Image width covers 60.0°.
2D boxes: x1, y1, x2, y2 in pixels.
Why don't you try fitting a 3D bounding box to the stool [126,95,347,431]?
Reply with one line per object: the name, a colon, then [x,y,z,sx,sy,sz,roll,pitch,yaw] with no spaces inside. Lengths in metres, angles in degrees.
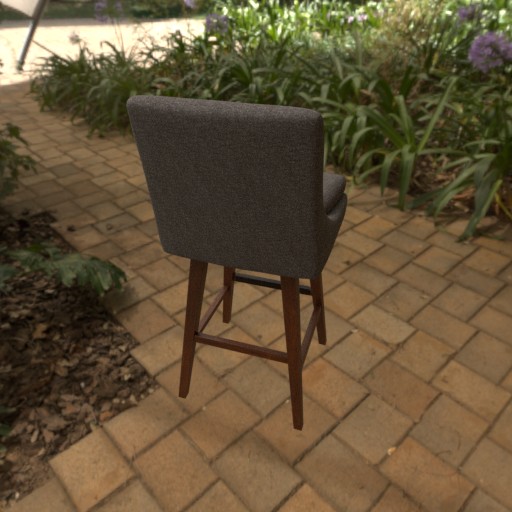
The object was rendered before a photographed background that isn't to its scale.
stool: [0.000,0.000,1.414,0.489,1.068,0.572,10,34,15]
